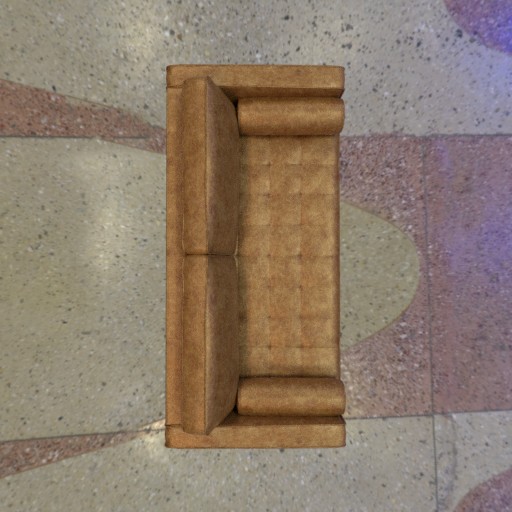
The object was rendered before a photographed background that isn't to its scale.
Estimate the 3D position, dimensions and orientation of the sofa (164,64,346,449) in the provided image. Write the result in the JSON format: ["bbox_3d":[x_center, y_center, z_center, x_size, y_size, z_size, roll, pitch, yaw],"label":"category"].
[{"bbox_3d":[0.000,0.000,2.391,0.924,0.825,1.920,0,89,-1],"label":"sofa"}]
